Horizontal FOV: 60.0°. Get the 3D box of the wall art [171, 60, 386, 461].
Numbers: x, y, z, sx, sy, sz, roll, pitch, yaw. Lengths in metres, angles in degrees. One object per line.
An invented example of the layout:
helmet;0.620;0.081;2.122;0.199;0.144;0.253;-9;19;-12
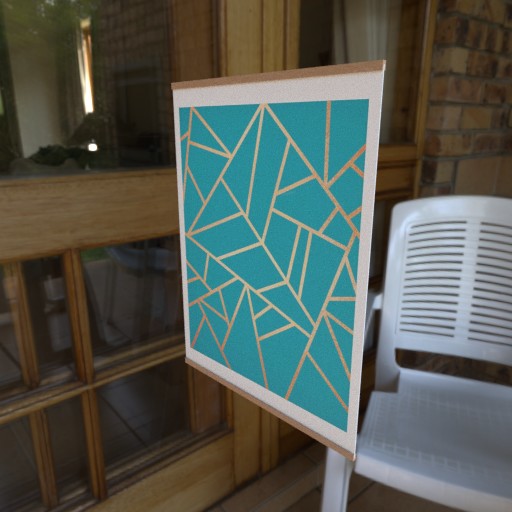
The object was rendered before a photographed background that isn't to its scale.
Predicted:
wall art;0.000;0.000;1.332;0.758;1.016;0.013;16;22;42
